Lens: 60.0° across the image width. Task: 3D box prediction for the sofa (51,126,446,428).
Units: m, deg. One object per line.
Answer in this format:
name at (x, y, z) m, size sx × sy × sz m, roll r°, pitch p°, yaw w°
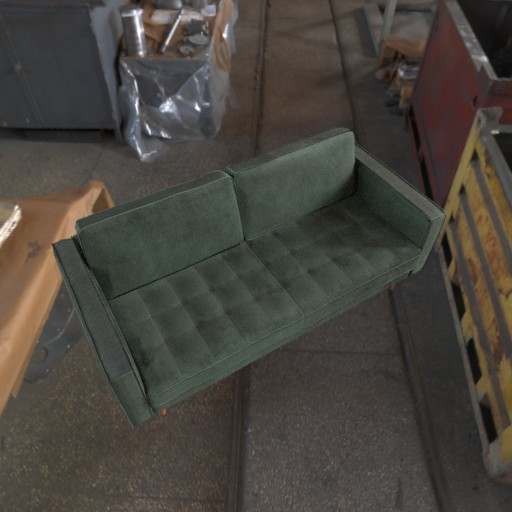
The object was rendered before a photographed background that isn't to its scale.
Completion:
sofa at (0.000, 0.000, 2.328) m, size 1.816 × 0.781 × 0.886 m, roll -24°, pitch 52°, yaw -20°
